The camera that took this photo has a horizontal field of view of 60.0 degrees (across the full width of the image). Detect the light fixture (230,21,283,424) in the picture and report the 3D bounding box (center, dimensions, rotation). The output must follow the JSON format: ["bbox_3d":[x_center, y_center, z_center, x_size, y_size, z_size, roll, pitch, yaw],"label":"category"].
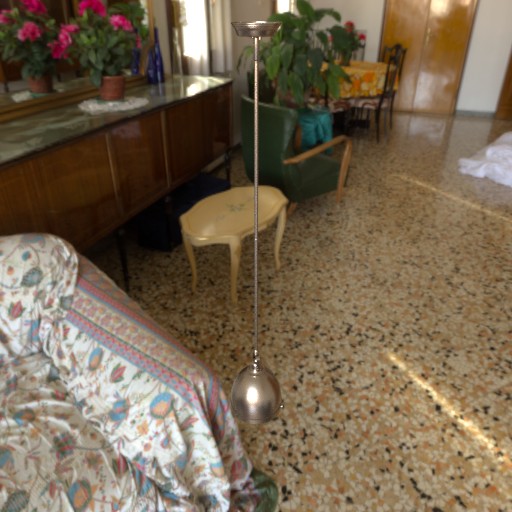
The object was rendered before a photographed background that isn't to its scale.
[{"bbox_3d":[0.000,0.000,1.466,0.211,1.367,0.217,-8,31,-14],"label":"light fixture"}]
